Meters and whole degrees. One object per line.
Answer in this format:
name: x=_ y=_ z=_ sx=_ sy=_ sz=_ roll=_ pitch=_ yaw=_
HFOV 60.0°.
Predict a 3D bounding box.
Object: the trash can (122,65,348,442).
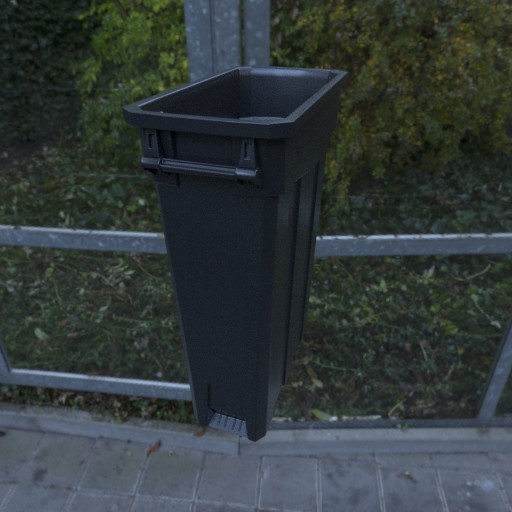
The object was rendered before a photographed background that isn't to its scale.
trash can: x=0.000 y=0.000 z=1.050 sx=0.281 sy=0.762 sz=0.559 roll=10 pitch=32 yaw=16
